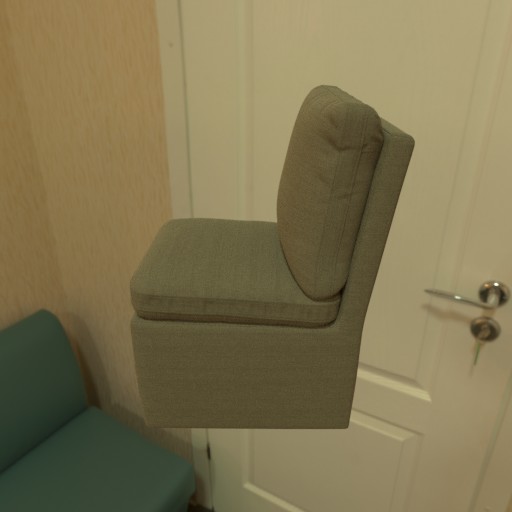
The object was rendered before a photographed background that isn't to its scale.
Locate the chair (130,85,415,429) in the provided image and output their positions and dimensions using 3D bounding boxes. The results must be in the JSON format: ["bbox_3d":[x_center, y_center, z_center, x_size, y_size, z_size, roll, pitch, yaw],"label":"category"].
[{"bbox_3d":[0.000,0.000,1.329,0.698,0.927,0.503,0,26,1],"label":"chair"}]
